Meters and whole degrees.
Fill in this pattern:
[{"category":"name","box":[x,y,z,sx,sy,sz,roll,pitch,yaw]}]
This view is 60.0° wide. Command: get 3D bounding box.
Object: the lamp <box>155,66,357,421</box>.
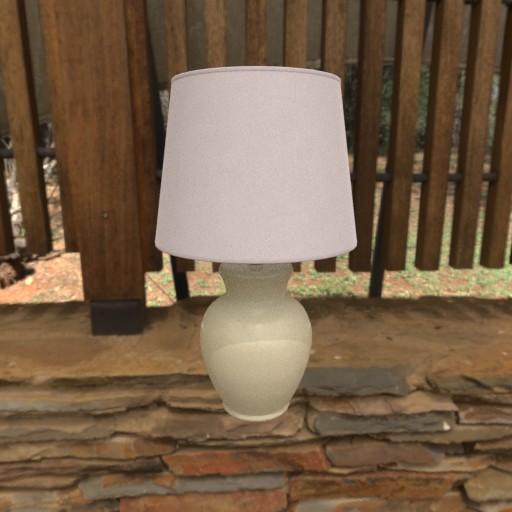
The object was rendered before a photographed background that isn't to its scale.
[{"category":"lamp","box":[0.000,0.000,0.542,0.239,0.399,0.239,0,13,0]}]
